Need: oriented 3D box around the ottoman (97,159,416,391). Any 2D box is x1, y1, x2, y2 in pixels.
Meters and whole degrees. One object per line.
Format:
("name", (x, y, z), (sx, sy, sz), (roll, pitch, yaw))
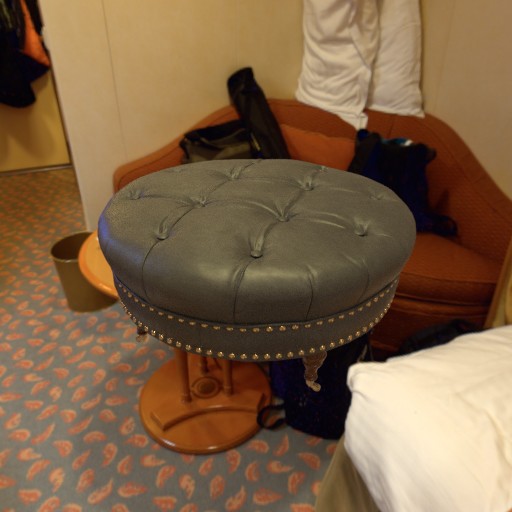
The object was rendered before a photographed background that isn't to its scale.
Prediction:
("ottoman", (0.000, 0.000, 1.378), (0.901, 0.439, 0.901), (0, 29, 0))
